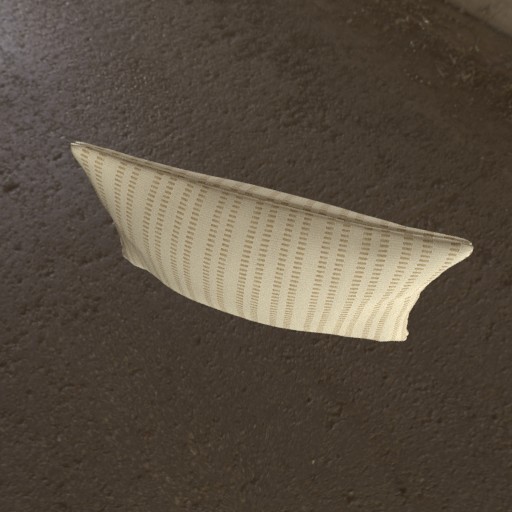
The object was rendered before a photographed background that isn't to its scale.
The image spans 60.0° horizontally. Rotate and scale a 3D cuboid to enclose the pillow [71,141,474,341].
[{"bbox_3d":[0.000,0.000,0.803,0.640,0.353,0.210,16,60,9],"label":"pillow"}]
